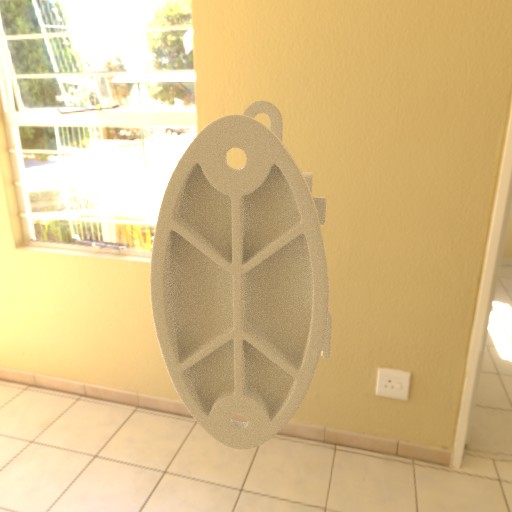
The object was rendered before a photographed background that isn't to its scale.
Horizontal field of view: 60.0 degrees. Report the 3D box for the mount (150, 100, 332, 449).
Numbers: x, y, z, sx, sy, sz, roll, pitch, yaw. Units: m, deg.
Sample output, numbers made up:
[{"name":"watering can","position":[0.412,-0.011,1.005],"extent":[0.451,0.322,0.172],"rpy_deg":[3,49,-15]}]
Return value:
[{"name":"mount","position":[0.000,0.000,0.177],"extent":[0.066,0.118,0.100],"rpy_deg":[2,18,6]}]
